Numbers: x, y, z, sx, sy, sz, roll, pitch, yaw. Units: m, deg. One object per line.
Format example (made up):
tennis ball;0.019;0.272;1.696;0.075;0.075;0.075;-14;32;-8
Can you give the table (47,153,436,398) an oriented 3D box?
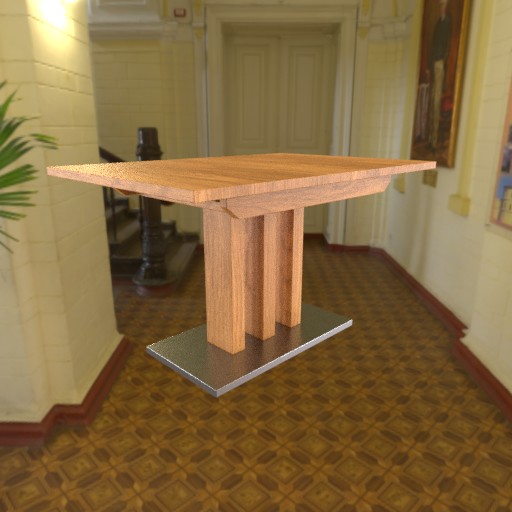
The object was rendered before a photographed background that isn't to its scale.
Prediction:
table;0.000;0.000;1.887;1.300;0.770;0.900;-15;22;-43
